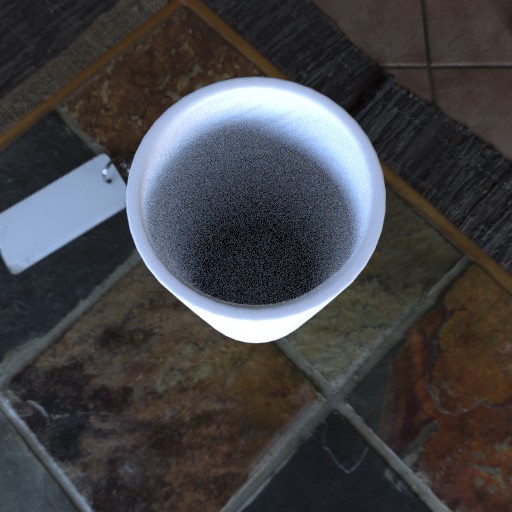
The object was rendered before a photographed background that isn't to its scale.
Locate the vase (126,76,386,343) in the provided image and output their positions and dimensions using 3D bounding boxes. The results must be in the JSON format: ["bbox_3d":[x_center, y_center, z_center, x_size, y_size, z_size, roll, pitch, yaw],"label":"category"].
[{"bbox_3d":[0.000,0.000,0.388,0.143,0.316,0.143,0,77,0],"label":"vase"}]
